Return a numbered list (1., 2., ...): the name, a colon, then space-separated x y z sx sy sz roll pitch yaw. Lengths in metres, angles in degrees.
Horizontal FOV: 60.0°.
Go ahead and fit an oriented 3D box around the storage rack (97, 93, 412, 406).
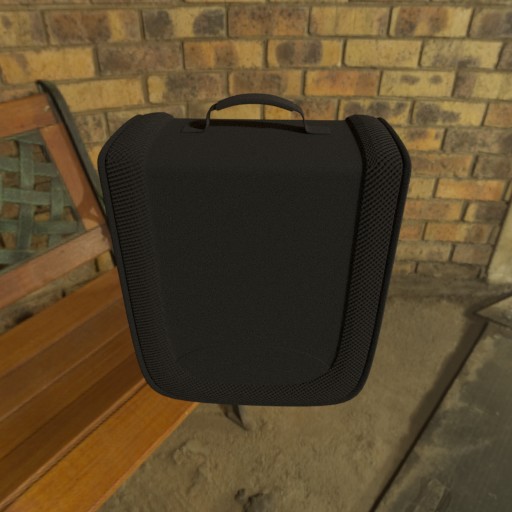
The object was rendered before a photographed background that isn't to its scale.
1. storage rack: 0.000 0.000 0.560 0.297 0.387 0.168 1 32 2
